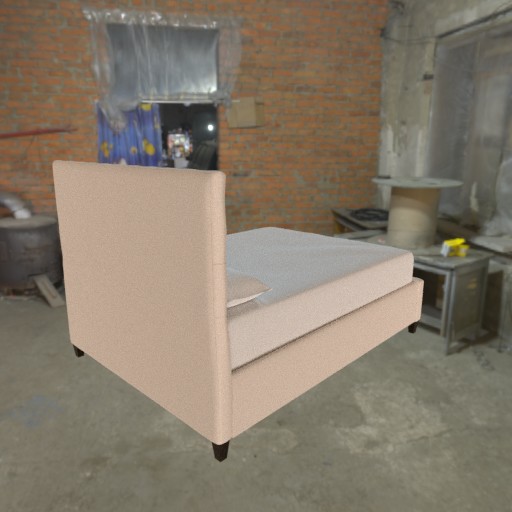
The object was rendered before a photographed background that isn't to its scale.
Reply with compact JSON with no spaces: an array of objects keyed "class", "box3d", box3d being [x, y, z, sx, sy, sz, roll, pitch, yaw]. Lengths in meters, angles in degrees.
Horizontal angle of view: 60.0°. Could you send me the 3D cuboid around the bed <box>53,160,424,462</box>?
[{"class":"bed","box3d":[0.000,0.000,3.333,1.696,1.426,2.233,14,20,43]}]
